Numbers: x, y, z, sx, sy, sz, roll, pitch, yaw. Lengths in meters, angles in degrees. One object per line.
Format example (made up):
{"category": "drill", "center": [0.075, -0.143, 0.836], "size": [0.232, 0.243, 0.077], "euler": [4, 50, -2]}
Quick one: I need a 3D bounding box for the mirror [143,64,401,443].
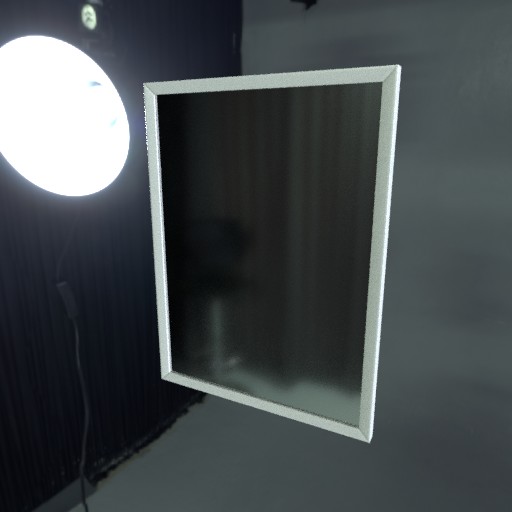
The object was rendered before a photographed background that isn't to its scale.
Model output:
{"category": "mirror", "center": [0.000, 0.000, 1.340], "size": [0.762, 1.016, 0.040], "euler": [8, 17, 27]}
